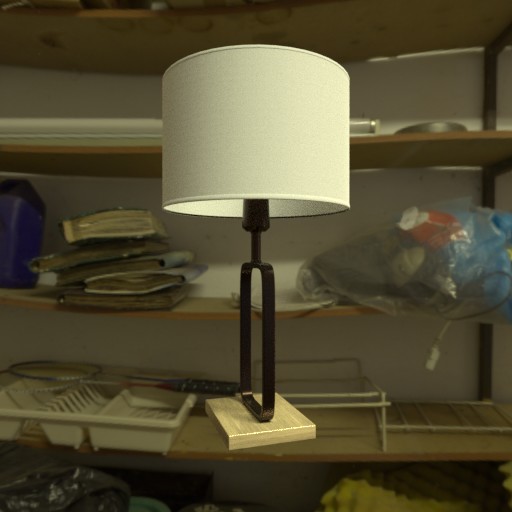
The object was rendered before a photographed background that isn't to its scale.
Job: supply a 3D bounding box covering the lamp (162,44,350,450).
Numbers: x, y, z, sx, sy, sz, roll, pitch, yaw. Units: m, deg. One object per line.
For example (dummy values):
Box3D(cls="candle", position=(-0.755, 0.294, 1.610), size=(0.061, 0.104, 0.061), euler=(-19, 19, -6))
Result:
Box3D(cls="lamp", position=(0.000, 0.000, 0.672), size=(0.279, 0.508, 0.279), euler=(0, 0, -18))
